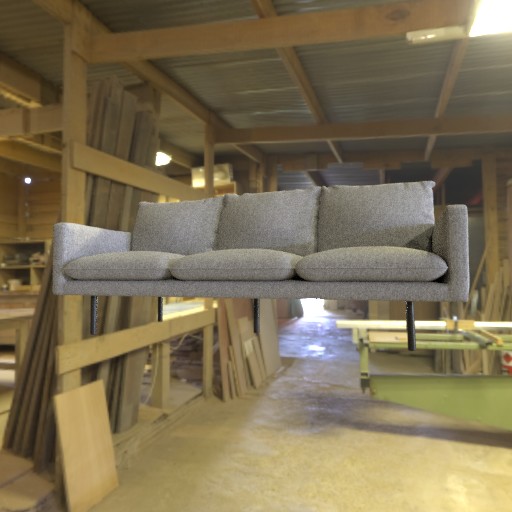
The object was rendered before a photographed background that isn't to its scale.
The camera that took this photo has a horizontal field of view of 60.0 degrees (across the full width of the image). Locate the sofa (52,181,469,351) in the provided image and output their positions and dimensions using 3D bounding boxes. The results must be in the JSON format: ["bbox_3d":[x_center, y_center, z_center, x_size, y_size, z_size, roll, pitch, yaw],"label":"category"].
[{"bbox_3d":[0.000,0.000,2.395,2.000,0.830,0.850,-1,-3,18],"label":"sofa"}]
